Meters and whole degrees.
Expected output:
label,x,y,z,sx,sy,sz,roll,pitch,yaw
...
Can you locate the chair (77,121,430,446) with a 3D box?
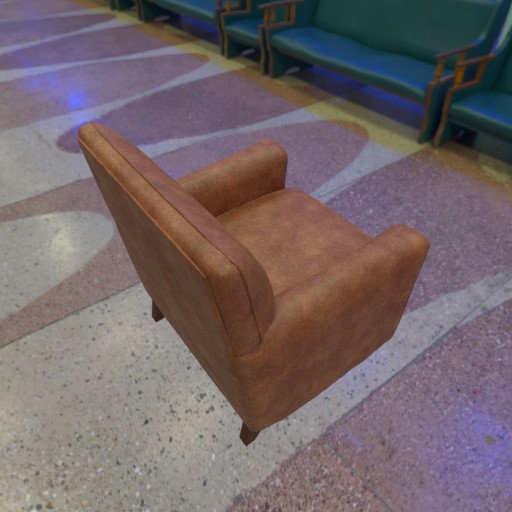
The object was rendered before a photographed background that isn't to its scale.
label,x,y,z,sx,sy,sz,roll,pitch,yaw
chair,0.000,0.000,1.615,0.823,0.943,0.870,-27,49,-26
